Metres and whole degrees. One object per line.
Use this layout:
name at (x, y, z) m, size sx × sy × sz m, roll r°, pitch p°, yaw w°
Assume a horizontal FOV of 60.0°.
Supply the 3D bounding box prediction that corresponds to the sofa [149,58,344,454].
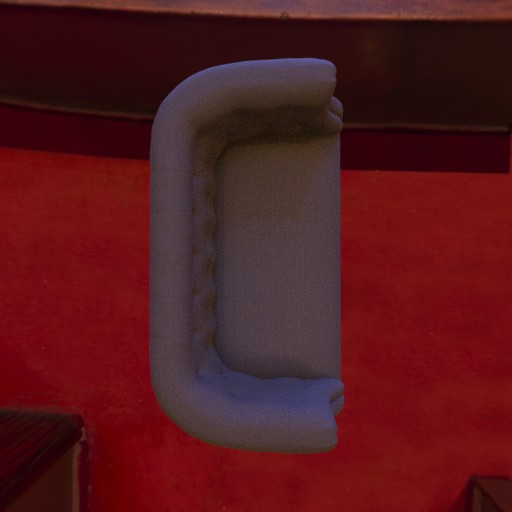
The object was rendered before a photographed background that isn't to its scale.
sofa at (0.000, 0.000, 2.084) m, size 0.835 × 0.827 × 1.558 m, roll 0°, pitch 89°, yaw 1°
